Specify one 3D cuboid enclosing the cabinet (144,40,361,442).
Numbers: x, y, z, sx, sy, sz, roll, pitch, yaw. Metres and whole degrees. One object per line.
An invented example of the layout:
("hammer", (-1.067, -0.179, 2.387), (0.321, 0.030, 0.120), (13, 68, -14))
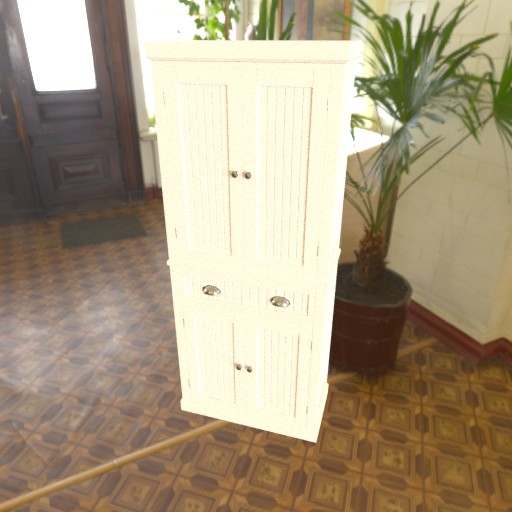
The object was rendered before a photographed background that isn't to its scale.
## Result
("cabinet", (0.000, 0.000, 2.093), (0.754, 1.829, 0.390), (8, 27, 15))
